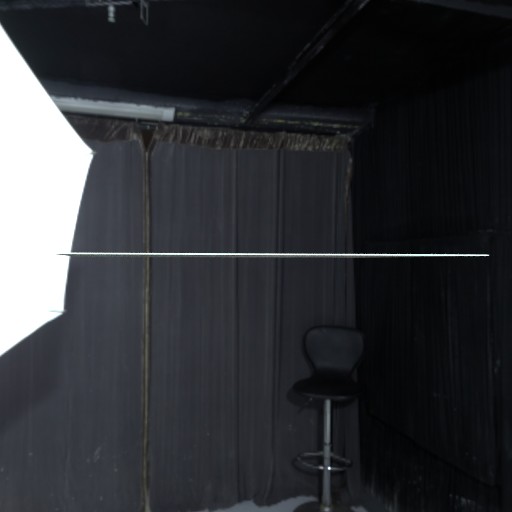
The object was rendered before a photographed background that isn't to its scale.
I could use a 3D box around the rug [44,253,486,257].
[{"bbox_3d":[0.000,0.000,2.930,2.363,0.004,1.566,0,-1,-17],"label":"rug"}]
